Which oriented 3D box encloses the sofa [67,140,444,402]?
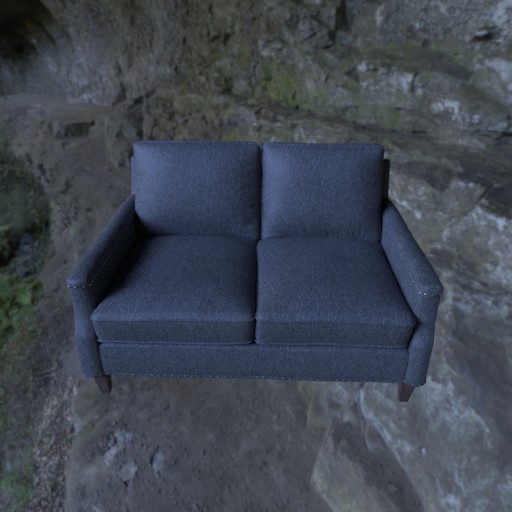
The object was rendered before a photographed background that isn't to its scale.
[{"bbox_3d":[0.000,0.000,2.305,1.597,1.003,1.084,1,31,2],"label":"sofa"}]
